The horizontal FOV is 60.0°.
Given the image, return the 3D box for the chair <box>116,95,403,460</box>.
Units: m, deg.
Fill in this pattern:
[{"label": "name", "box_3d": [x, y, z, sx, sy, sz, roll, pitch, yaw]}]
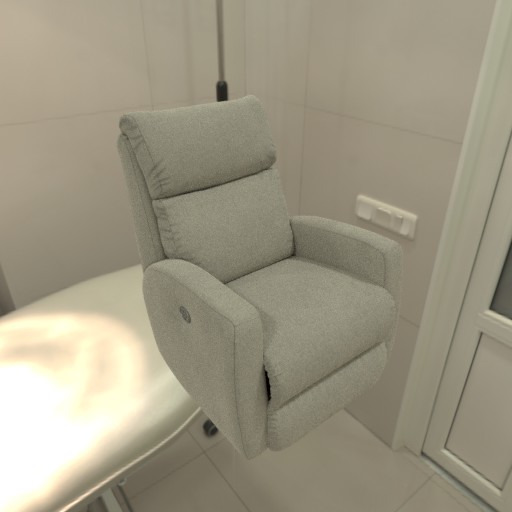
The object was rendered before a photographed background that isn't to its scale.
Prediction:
[{"label": "chair", "box_3d": [0.000, 0.000, 1.696, 0.794, 1.021, 0.940, -21, 36, -32]}]
